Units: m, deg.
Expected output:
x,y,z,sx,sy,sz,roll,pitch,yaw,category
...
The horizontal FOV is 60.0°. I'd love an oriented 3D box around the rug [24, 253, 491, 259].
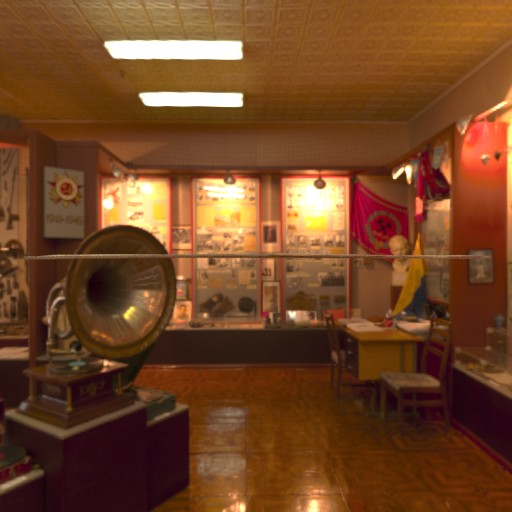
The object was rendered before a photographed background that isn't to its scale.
x,y,z,sx,sy,sz,roll,pitch,yaw,category
0.000,0.000,2.526,2.320,0.032,0.692,0,0,1,rug
